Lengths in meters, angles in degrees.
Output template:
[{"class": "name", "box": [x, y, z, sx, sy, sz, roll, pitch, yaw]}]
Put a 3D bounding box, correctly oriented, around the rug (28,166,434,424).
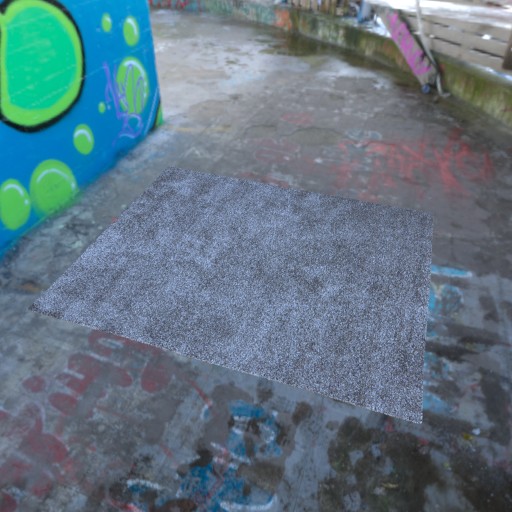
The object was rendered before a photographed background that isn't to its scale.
[{"class": "rug", "box": [0.000, 0.000, 4.001, 3.000, 0.025, 2.401, 12, 42, 14]}]
